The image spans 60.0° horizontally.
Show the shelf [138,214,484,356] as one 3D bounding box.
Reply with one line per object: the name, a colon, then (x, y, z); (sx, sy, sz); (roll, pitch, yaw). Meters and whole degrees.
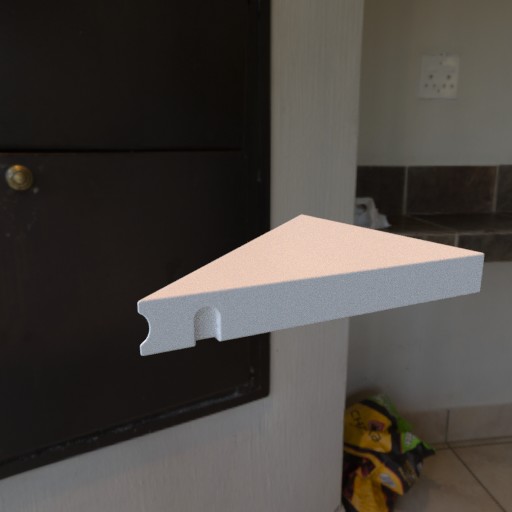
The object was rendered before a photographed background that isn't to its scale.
shelf: (0.000, 0.000, 0.451); (0.296, 0.035, 0.296); (-6, 14, -26)
